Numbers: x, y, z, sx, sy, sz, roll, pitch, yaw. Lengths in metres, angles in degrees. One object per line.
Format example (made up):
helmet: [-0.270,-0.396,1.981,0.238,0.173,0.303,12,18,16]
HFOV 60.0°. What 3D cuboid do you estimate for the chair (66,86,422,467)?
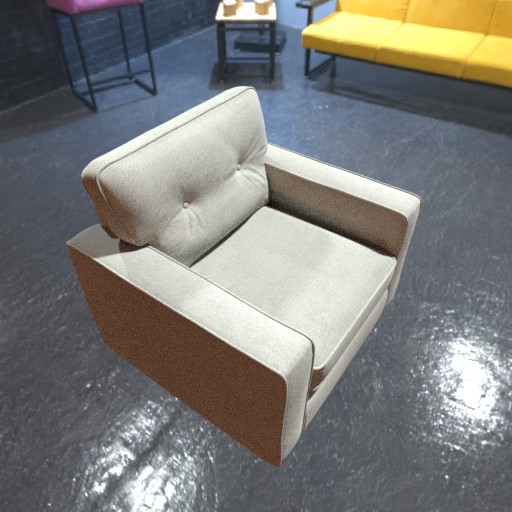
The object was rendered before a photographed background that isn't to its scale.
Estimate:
chair: [0.000,0.000,1.737,0.939,0.965,1.015,26,49,26]
